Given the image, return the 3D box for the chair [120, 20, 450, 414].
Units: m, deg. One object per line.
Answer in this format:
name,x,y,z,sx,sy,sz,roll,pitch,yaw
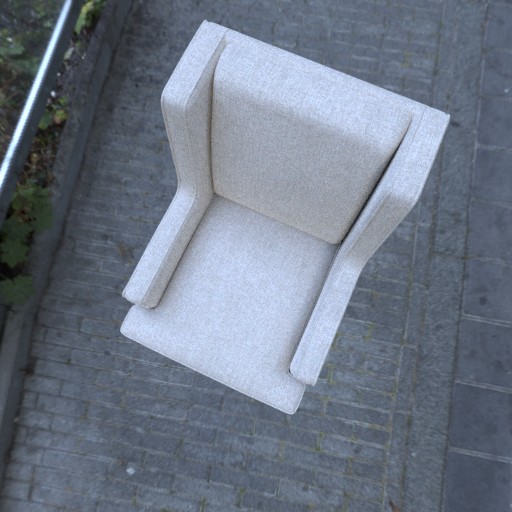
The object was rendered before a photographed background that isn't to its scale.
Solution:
chair,0.000,0.000,1.660,0.764,1.082,0.948,24,77,6
